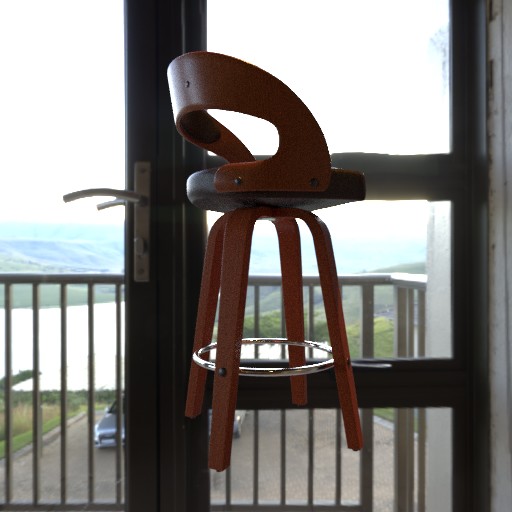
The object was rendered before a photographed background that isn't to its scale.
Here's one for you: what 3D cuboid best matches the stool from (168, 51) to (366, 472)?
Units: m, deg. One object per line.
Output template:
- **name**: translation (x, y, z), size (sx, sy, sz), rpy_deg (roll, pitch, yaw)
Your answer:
- **stool**: translation (0.000, 0.000, 1.168), size (0.457, 0.940, 0.457), rpy_deg (0, 0, -18)
